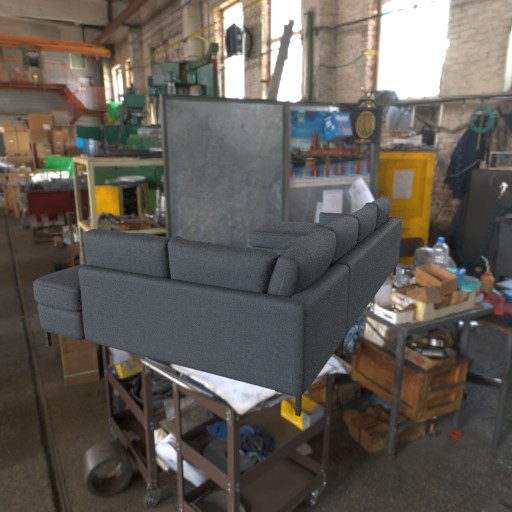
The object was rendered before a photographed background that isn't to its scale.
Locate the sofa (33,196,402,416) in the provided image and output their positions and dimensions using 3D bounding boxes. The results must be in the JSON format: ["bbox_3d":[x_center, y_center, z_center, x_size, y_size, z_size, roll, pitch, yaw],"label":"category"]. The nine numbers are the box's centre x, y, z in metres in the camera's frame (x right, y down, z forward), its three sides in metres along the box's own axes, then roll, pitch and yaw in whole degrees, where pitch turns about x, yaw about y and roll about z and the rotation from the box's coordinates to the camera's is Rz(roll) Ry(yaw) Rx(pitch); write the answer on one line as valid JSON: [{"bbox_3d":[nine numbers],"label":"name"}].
[{"bbox_3d":[0.000,0.000,3.863,1.984,0.858,2.975,7,16,26],"label":"sofa"}]
